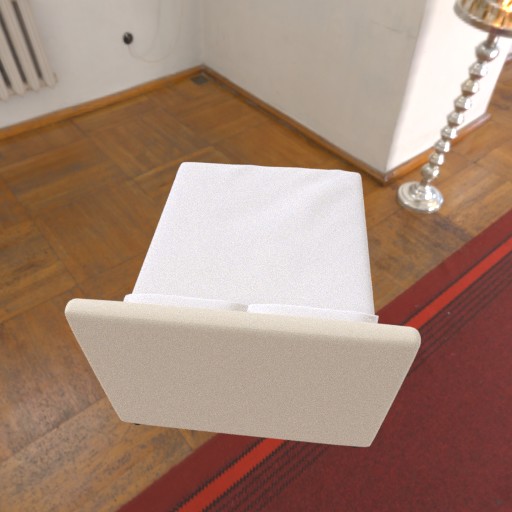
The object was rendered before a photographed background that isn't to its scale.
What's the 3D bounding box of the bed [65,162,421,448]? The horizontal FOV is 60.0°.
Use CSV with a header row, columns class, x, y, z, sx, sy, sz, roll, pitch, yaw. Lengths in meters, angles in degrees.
class,x,y,z,sx,sy,sz,roll,pitch,yaw
bed,0.000,0.000,3.188,1.714,1.330,2.147,4,47,4
